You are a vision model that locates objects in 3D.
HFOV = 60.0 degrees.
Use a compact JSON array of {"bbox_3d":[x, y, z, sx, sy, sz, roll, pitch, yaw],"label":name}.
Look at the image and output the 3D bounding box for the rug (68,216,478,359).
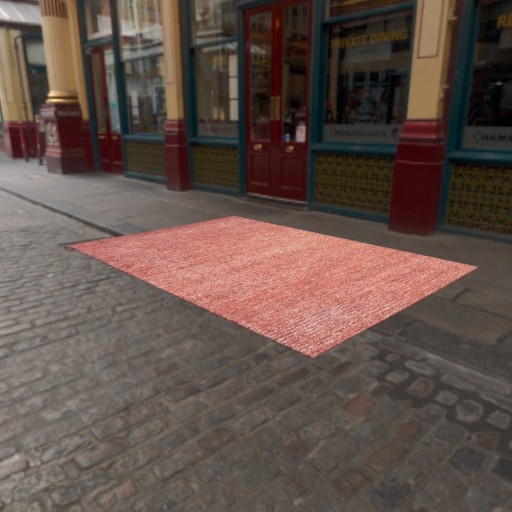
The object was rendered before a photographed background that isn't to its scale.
[{"bbox_3d":[0.000,0.000,5.182,2.803,0.025,3.965,-15,22,-42],"label":"rug"}]
